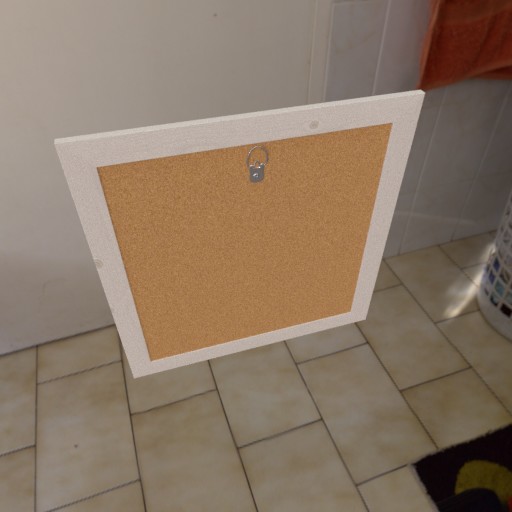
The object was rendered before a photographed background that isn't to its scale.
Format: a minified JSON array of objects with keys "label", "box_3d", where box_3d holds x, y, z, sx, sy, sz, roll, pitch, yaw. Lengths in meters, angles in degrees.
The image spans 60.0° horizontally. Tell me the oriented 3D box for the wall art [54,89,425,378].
[{"label":"wall art","box_3d":[0.000,0.000,0.858,0.572,0.577,0.015,-12,44,-12]}]
